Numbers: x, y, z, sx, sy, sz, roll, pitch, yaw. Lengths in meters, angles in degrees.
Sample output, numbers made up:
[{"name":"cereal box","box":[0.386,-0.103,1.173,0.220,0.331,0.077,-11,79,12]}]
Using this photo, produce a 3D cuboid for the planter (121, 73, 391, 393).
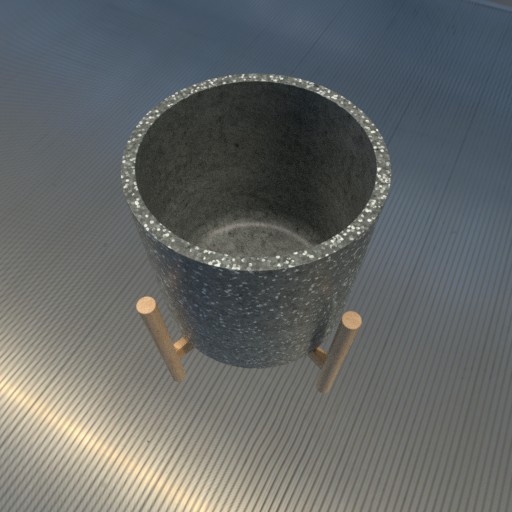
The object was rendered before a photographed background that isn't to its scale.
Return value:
[{"name":"planter","box":[0.000,0.000,0.678,0.360,0.419,0.360,-15,59,-10]}]
